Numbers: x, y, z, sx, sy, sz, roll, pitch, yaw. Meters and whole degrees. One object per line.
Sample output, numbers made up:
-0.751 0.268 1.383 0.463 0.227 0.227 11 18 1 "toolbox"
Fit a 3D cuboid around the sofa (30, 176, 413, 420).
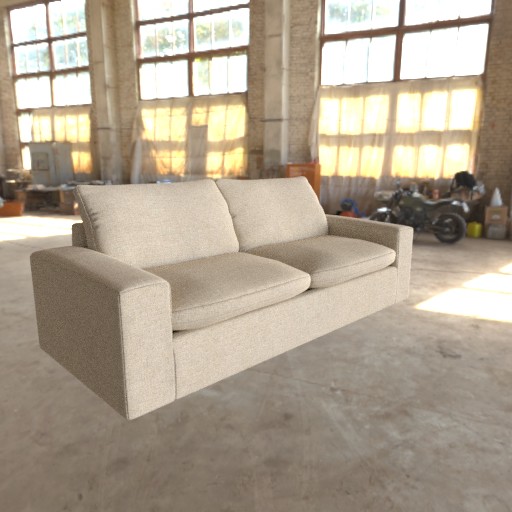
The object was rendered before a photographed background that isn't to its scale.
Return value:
0.000 0.000 2.753 2.299 0.922 1.040 -12 17 -43 "sofa"
